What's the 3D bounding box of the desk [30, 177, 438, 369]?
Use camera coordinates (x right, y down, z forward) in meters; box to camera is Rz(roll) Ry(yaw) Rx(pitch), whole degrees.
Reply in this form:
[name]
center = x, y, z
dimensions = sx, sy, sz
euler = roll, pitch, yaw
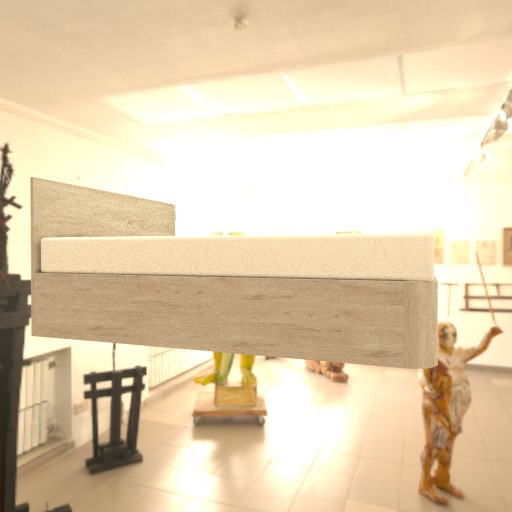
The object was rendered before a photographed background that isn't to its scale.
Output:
[desk]
center = 0.000, 0.000, 2.560
dimensions = 1.900, 0.800, 1.400
euler = 0, 1, 20
